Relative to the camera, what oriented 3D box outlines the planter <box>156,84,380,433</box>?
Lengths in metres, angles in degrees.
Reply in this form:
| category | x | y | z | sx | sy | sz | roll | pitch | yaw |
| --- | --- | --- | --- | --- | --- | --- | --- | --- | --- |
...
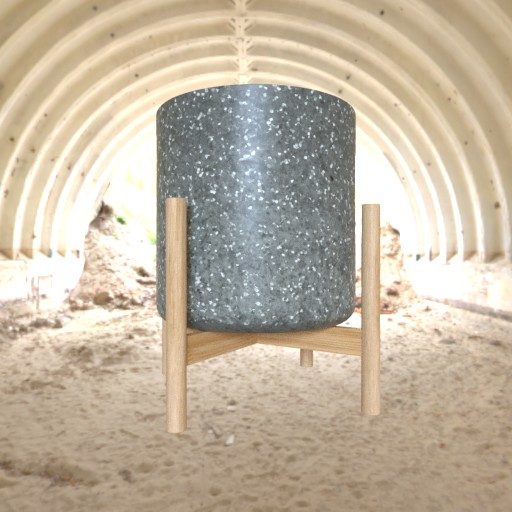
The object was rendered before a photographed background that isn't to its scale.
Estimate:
| category | x | y | z | sx | sy | sz | roll | pitch | yaw |
| --- | --- | --- | --- | --- | --- | --- | --- | --- | --- |
| planter | 0.000 | 0.000 | 0.690 | 0.360 | 0.419 | 0.360 | 0 | 0 | -35 |
